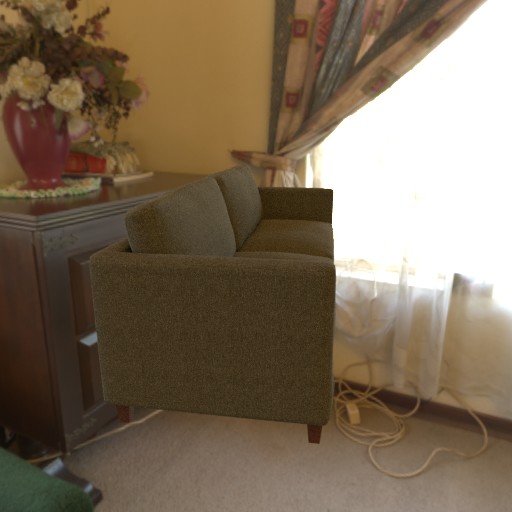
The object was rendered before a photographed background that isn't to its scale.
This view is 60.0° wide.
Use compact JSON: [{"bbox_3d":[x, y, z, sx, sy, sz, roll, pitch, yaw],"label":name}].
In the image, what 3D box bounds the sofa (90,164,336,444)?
[{"bbox_3d":[0.000,0.000,2.684,0.948,0.965,2.208,3,16,9],"label":"sofa"}]
